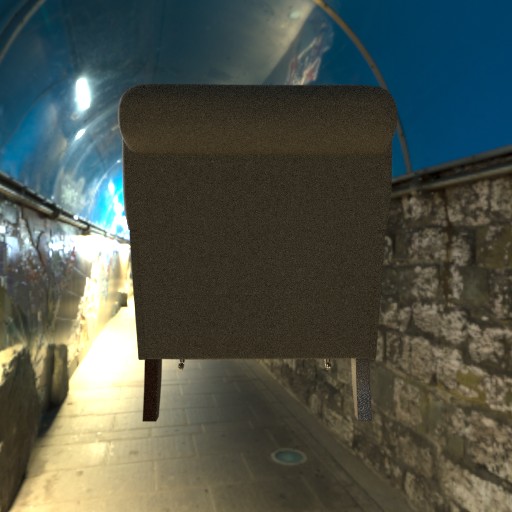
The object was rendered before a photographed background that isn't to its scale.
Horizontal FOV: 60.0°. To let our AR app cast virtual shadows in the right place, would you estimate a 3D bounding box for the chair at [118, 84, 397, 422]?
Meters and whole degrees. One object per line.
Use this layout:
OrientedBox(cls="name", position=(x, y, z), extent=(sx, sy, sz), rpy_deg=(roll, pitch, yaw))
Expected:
OrientedBox(cls="chair", position=(0.000, 0.000, 1.554), extent=(0.766, 0.942, 0.843), rpy_deg=(0, 0, -1))
